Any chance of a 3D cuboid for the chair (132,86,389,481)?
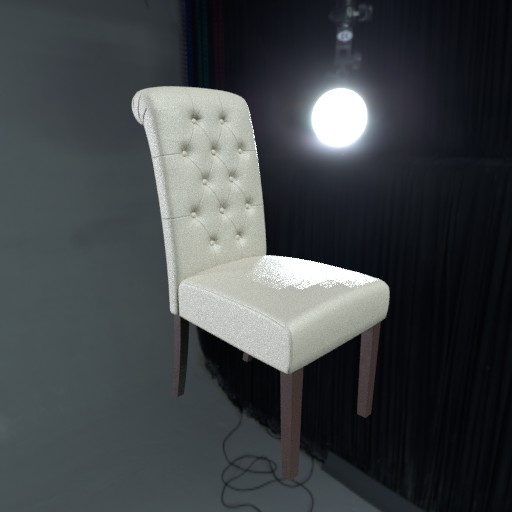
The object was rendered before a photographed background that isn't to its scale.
[{"bbox_3d":[0.000,0.000,1.365,0.671,1.006,0.456,15,22,42],"label":"chair"}]
